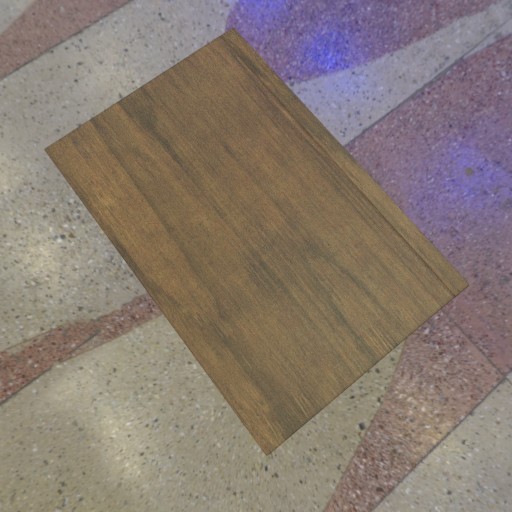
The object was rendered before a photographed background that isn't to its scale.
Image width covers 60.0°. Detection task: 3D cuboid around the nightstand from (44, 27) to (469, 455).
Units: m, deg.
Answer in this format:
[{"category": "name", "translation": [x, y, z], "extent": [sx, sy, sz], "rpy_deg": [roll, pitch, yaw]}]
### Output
[{"category": "nightstand", "translation": [0.000, 0.000, 1.017], "extent": [0.437, 0.610, 0.610], "rpy_deg": [-37, 78, -9]}]
